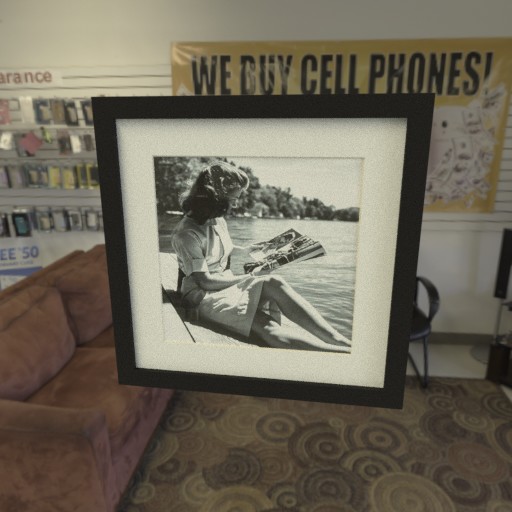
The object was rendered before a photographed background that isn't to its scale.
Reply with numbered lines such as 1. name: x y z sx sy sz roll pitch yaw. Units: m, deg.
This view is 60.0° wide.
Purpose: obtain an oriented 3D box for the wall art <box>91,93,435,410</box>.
1. wall art: 0.000 0.000 0.448 0.308 0.305 0.030 2 16 8
